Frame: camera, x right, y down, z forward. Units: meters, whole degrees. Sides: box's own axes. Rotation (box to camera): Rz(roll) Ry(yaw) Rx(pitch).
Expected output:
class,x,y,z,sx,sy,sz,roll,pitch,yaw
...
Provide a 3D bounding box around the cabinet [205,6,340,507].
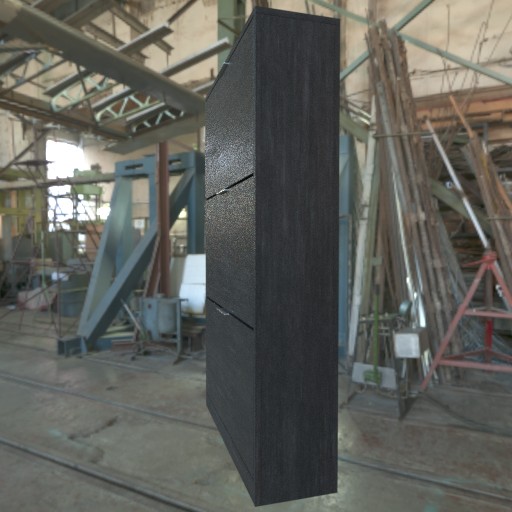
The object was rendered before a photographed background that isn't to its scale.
class,x,y,z,sx,sy,sz,roll,pitch,yaw
cabinet,0.000,0.000,1.521,0.250,1.280,0.750,-1,2,-16
